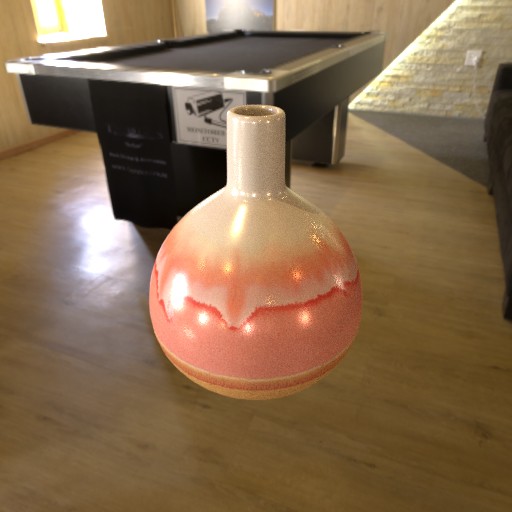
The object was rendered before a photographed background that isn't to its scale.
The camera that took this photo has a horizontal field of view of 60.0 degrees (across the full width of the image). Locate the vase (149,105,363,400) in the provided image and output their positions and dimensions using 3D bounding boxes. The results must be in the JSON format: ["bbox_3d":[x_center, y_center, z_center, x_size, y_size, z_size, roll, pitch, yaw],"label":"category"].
[{"bbox_3d":[0.000,0.000,0.276,0.137,0.176,0.137,0,31,0],"label":"vase"}]
